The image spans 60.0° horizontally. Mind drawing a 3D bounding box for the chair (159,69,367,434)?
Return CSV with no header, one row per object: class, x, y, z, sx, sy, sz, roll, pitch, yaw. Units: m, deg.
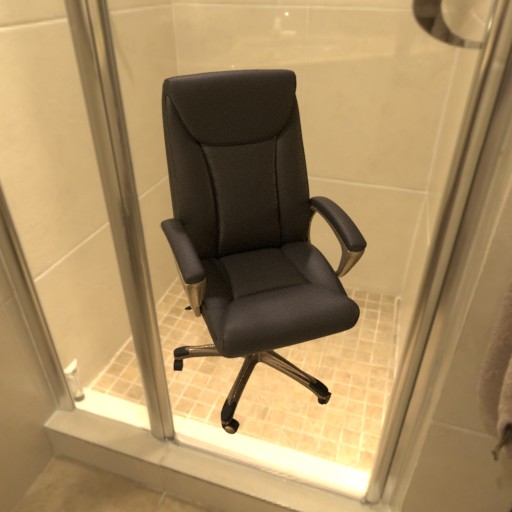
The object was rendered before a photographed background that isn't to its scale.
chair,0.000,0.000,1.636,0.694,1.188,0.748,-10,34,-16
